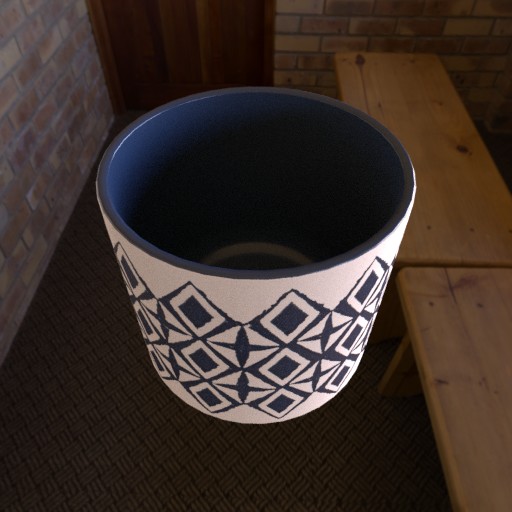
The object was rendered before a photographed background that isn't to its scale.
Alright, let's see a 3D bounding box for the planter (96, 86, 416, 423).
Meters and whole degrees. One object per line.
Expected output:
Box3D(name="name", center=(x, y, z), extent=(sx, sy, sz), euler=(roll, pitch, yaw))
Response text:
Box3D(name="planter", center=(0.000, 0.000, 0.317), extent=(0.182, 0.165, 0.182), euler=(0, 47, 0))
